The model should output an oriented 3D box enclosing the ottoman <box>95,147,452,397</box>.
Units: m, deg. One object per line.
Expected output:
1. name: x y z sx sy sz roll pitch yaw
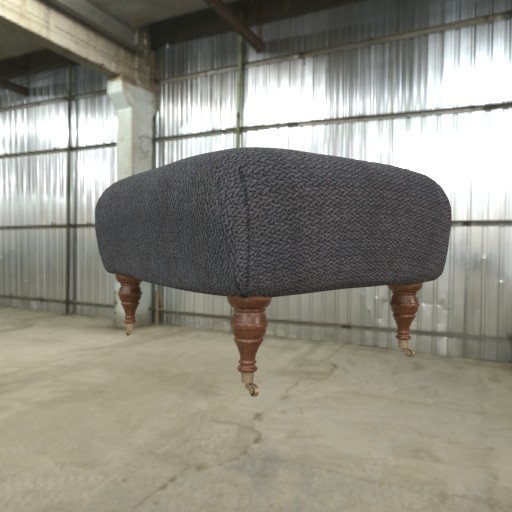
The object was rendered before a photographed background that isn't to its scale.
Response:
1. ottoman: 0.000 0.000 1.119 0.622 0.450 0.747 -1 2 -36
